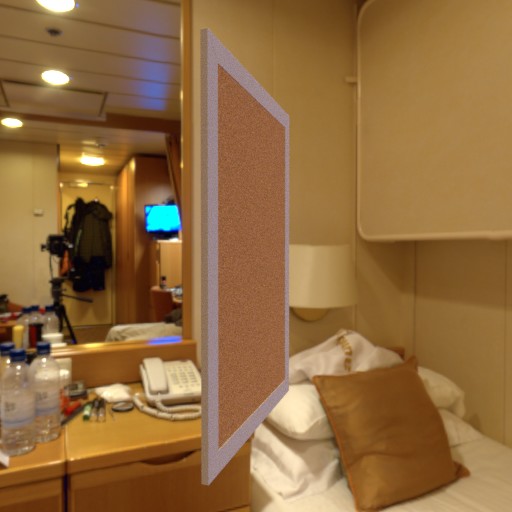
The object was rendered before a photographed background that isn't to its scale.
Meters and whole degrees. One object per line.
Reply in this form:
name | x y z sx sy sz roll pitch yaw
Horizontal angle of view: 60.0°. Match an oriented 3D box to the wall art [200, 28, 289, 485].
wall art | 0.000 0.000 0.853 0.011 0.659 0.454 0 1 19
